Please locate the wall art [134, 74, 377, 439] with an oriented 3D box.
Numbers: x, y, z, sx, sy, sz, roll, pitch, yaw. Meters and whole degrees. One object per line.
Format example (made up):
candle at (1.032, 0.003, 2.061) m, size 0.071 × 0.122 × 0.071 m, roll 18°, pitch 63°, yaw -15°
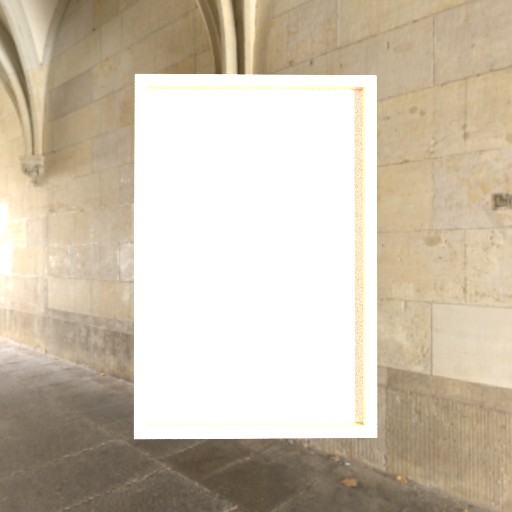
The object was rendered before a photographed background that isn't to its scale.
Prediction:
wall art at (0.000, 0.000, 1.133) m, size 0.607 × 0.912 × 0.038 m, roll 0°, pitch -1°, yaw -1°
